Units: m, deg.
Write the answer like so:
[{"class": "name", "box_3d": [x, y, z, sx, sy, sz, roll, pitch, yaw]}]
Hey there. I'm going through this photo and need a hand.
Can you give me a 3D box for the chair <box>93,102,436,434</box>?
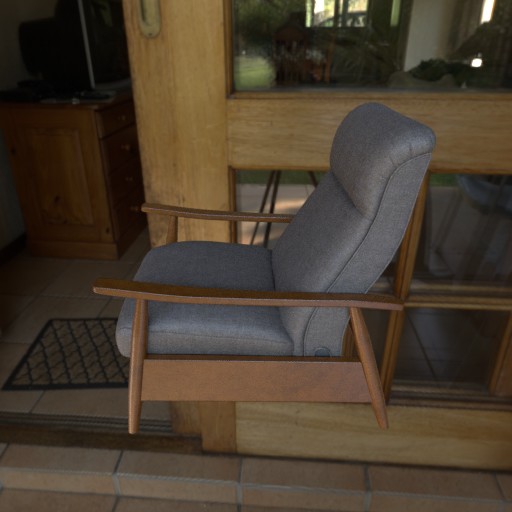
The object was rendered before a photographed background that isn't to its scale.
[{"class": "chair", "box_3d": [0.000, 0.000, 1.725, 1.014, 1.081, 0.762, -1, 26, -1]}]
